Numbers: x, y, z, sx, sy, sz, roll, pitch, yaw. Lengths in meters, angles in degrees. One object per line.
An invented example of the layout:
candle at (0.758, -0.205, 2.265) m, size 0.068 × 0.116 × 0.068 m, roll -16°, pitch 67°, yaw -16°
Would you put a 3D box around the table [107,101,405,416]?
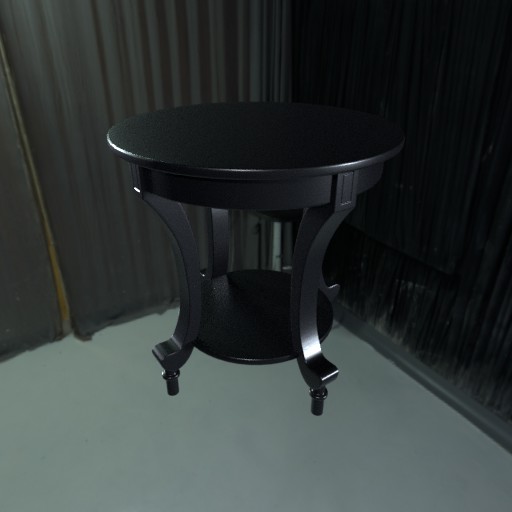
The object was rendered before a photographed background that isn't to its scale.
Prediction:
table at (0.000, 0.000, 1.071) m, size 0.597 × 0.618 × 0.597 m, roll 0°, pitch 28°, yaw 0°
